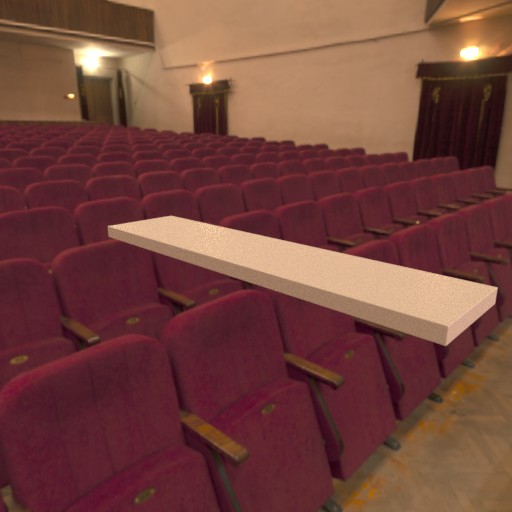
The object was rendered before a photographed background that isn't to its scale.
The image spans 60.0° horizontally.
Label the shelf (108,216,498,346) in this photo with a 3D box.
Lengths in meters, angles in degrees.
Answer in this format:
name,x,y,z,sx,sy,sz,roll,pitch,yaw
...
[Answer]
name,x,y,z,sx,sy,sz,roll,pitch,yaw
shelf,0.000,0.000,0.649,0.610,0.020,0.140,15,22,42
